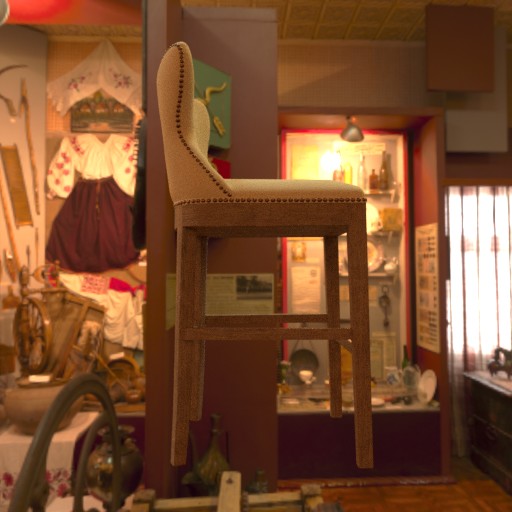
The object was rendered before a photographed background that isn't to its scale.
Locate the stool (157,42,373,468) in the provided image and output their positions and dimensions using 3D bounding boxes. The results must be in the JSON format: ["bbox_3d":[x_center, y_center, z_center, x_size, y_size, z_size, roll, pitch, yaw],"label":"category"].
[{"bbox_3d":[0.000,0.000,1.376,0.606,1.123,0.494,0,-2,-1],"label":"stool"}]
